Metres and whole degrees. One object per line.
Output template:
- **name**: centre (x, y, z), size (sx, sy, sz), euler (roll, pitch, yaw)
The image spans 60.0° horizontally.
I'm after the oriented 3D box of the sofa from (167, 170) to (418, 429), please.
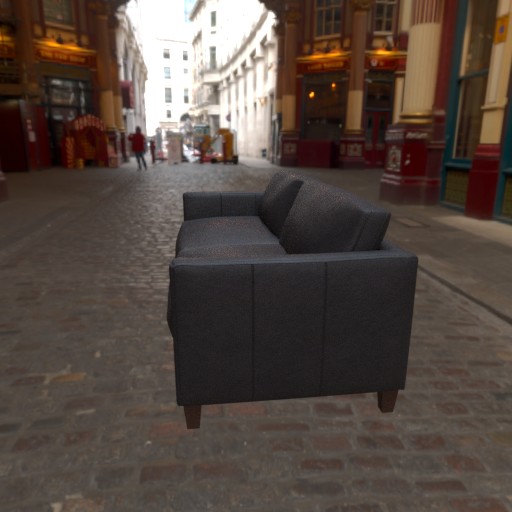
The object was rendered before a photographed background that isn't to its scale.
- **sofa**: centre (0.000, 0.000, 2.517), size (0.933, 0.863, 1.971), euler (-2, 15, -7)
